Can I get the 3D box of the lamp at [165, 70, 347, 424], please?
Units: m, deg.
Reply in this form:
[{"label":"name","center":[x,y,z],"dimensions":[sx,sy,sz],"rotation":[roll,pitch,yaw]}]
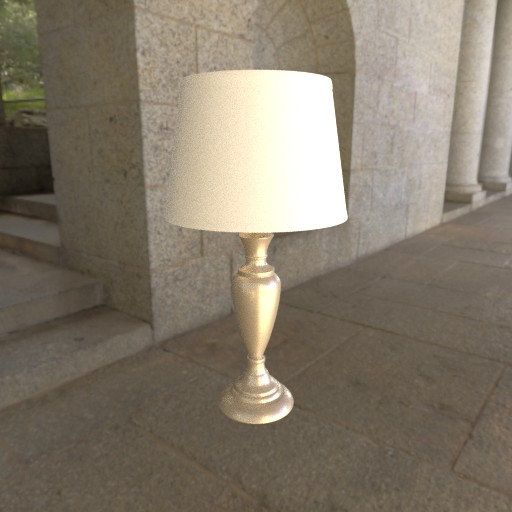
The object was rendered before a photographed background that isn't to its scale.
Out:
[{"label":"lamp","center":[0.000,0.000,0.830],"dimensions":[0.328,0.612,0.328],"rotation":[0,14,0]}]
